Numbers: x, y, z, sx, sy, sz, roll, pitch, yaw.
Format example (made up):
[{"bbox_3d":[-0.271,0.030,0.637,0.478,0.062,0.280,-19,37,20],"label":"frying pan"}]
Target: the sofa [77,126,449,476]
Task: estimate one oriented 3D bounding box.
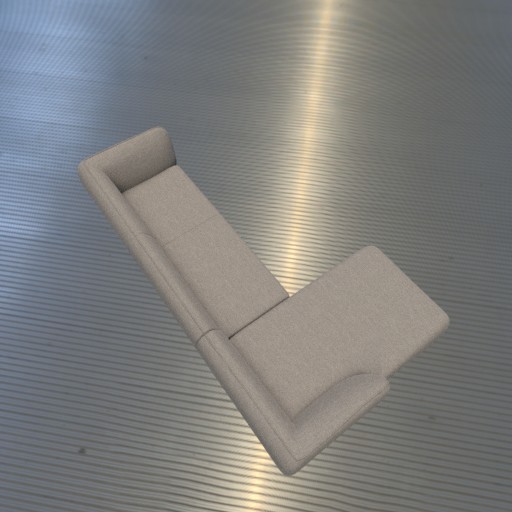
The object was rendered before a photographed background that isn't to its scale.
[{"bbox_3d":[0.000,0.000,3.321,1.532,0.693,2.653,-32,64,-18],"label":"sofa"}]
